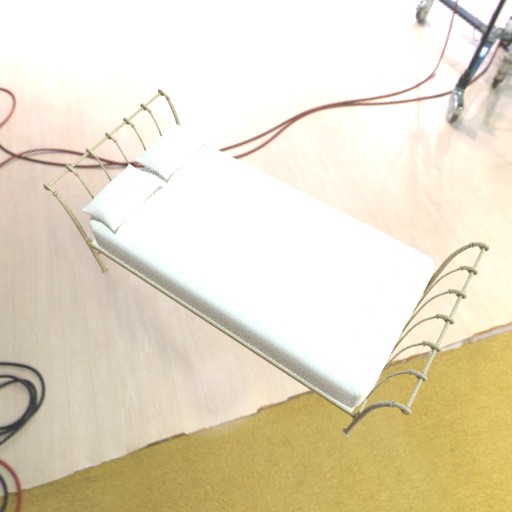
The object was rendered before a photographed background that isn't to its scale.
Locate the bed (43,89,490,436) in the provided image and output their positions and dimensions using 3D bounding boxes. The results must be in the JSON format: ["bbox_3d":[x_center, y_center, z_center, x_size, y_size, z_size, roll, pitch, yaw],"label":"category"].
[{"bbox_3d":[0.000,0.000,2.740,2.228,0.873,1.032,30,63,17],"label":"bed"}]
